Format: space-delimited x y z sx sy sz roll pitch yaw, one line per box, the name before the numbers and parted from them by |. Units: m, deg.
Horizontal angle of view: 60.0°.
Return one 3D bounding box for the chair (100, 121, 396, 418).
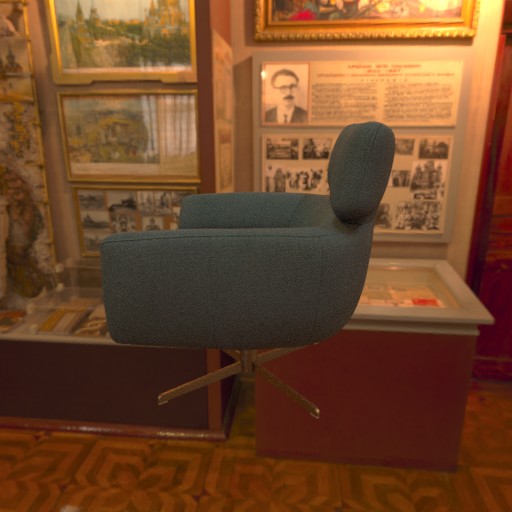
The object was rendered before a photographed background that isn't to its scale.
chair | 0.000 0.000 1.408 0.761 0.813 0.738 2 16 8
